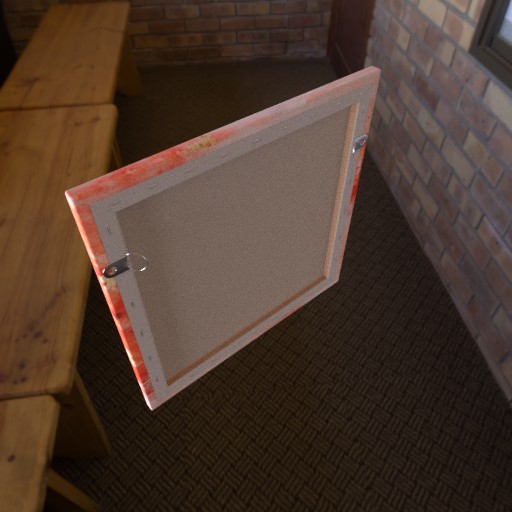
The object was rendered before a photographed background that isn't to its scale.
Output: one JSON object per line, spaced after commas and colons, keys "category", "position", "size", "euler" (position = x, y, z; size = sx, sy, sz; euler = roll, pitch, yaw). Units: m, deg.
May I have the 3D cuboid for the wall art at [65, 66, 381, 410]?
{"category": "wall art", "position": [0.000, 0.000, 1.321], "size": [0.878, 0.878, 0.066], "euler": [-31, 53, -26]}
